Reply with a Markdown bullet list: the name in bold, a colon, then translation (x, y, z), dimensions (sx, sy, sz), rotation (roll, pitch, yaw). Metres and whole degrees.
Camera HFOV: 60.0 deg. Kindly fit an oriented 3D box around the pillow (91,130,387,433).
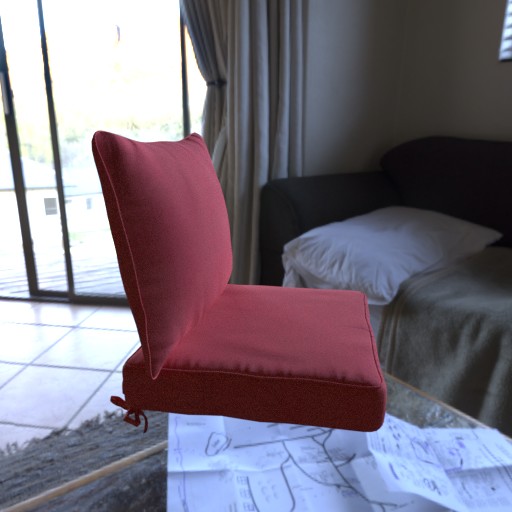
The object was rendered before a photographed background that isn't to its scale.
- **pillow**: translation (0.000, 0.000, 1.335), dimensions (0.733, 0.725, 0.798), rotation (2, 15, 9)
